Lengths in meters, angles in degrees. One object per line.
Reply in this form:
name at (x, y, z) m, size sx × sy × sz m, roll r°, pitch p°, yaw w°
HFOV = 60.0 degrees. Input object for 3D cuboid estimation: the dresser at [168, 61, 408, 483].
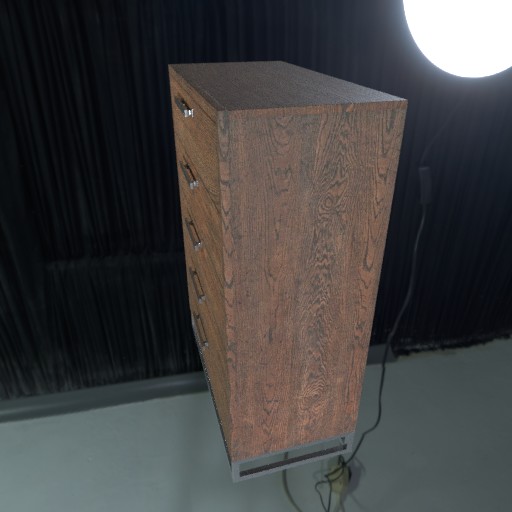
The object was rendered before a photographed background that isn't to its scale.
dresser at (0.000, 0.000, 1.758) m, size 0.508 × 1.321 × 0.965 m, roll -8°, pitch 30°, yaw -14°
